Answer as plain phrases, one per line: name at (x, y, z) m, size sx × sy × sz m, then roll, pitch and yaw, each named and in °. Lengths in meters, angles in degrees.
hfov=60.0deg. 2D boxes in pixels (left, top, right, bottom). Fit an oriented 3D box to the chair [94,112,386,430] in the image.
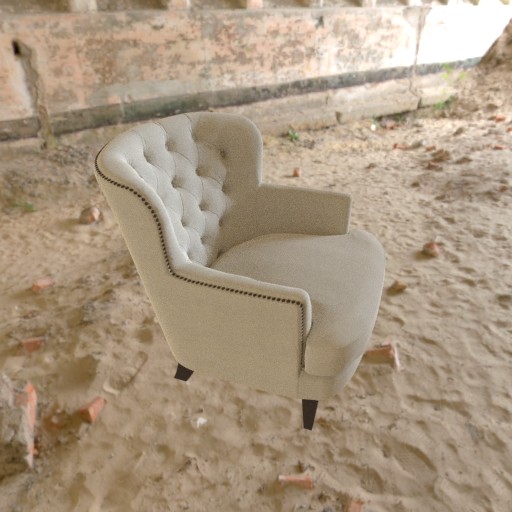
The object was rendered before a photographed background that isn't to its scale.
chair at (0.000, 0.000, 1.605) m, size 0.906 × 0.868 × 0.848 m, roll 10°, pitch 32°, yaw 17°
